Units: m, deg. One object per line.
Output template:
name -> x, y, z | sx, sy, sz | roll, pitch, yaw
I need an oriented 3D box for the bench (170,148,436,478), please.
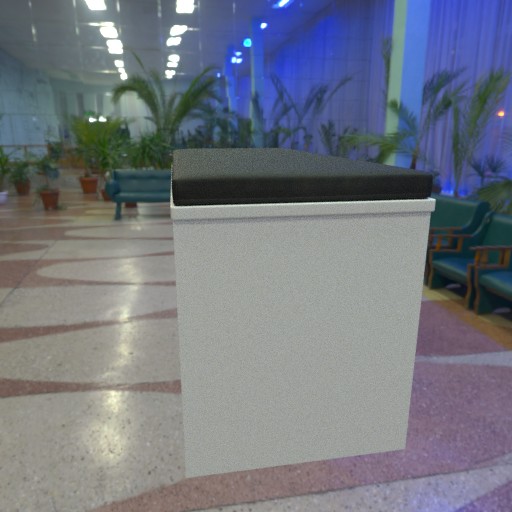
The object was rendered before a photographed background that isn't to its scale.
bench -> 0.000, 0.000, 1.124 | 0.401, 0.500, 0.899 | -3, 16, -10
